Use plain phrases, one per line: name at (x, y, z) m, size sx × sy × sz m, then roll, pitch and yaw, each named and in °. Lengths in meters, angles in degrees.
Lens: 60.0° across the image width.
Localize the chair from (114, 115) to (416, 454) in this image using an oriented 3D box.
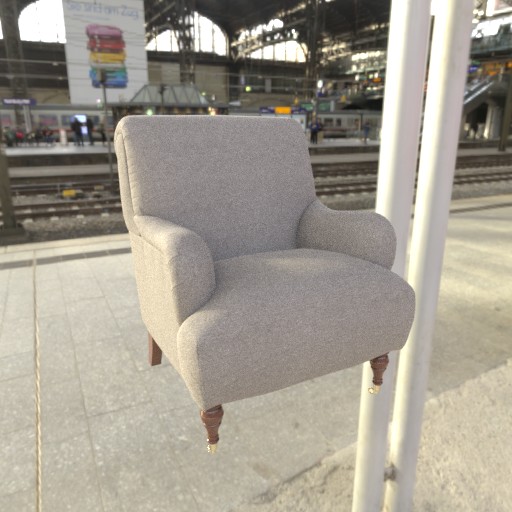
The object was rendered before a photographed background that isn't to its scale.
chair at (0.000, 0.000, 1.532) m, size 0.766 × 0.942 × 0.843 m, roll -9°, pitch 18°, yaw -27°
